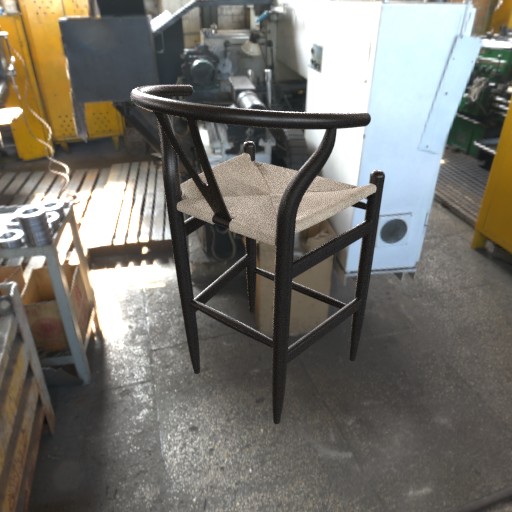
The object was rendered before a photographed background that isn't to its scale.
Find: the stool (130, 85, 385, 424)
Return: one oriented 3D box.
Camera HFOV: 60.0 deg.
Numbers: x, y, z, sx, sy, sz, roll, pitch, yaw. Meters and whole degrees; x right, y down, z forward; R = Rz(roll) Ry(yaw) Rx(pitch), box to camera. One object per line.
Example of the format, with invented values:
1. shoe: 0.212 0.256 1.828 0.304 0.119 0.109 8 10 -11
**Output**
1. stool: 0.000 0.000 1.302 0.569 0.970 0.579 22 37 32
